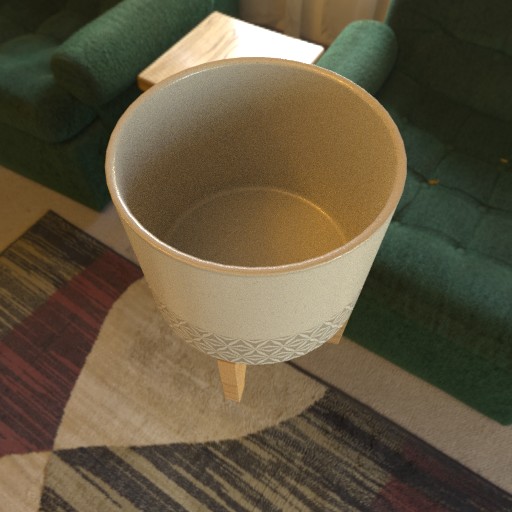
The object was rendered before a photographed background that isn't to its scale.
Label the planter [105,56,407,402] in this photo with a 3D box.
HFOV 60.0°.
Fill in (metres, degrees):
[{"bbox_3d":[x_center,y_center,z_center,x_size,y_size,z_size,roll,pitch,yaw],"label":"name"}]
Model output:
[{"bbox_3d":[0.000,0.000,0.514,0.249,0.343,0.249,0,57,0],"label":"planter"}]
